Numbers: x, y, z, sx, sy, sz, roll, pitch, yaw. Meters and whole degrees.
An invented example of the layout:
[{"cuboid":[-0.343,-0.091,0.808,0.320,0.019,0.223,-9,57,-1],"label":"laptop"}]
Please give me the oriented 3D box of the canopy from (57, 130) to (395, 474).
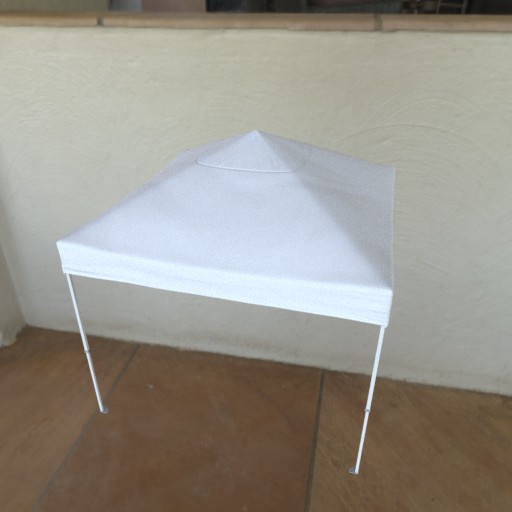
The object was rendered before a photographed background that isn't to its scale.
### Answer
[{"cuboid":[0.000,0.000,5.308,2.998,2.997,2.996,8,31,13],"label":"canopy"}]
